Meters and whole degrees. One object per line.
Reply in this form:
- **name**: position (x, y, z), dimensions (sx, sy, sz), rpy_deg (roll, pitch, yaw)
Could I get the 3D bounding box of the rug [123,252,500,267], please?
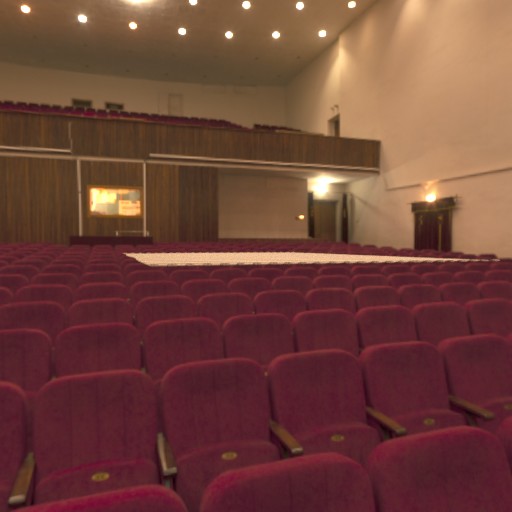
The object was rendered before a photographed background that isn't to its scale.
- **rug**: position (0.000, 0.000, 3.715), dimensions (2.030, 0.017, 3.040), rpy_deg (0, 2, -19)
